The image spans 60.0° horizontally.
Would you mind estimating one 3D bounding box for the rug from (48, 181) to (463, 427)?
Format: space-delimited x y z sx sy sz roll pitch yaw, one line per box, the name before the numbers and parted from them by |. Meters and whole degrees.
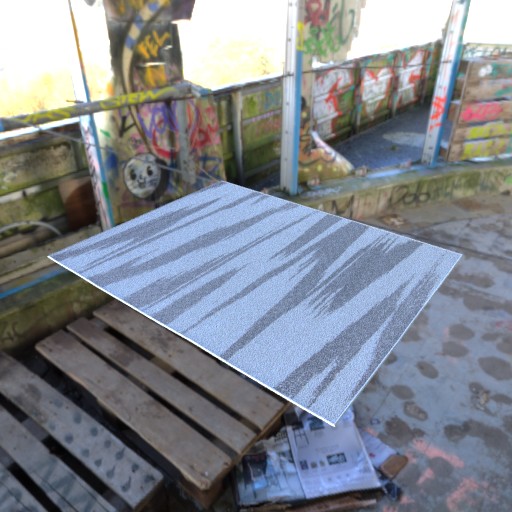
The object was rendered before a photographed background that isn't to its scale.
rug | 0.000 0.000 4.004 2.945 0.014 2.353 22 37 32
